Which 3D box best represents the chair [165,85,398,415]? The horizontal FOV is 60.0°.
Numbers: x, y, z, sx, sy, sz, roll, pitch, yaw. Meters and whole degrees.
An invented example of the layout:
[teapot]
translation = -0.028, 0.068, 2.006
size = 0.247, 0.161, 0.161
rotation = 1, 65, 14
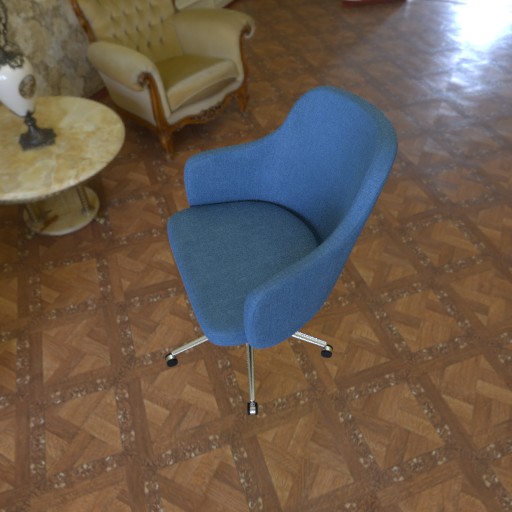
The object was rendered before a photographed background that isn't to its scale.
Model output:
[chair]
translation = 0.000, 0.000, 1.306
size = 0.655, 0.820, 0.599
rotation = -15, 48, -14
